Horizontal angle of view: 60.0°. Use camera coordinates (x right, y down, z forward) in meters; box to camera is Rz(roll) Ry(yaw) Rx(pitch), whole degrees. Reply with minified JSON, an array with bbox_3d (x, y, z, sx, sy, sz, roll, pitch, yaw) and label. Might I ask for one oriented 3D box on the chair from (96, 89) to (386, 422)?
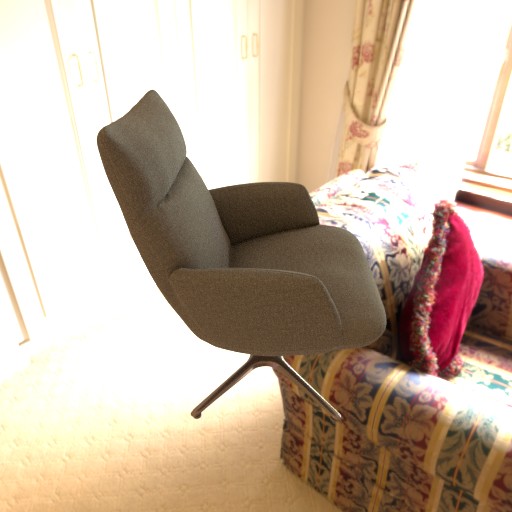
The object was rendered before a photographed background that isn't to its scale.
[{"bbox_3d":[0.000,0.000,1.502,0.831,0.984,0.702,1,31,1],"label":"chair"}]
